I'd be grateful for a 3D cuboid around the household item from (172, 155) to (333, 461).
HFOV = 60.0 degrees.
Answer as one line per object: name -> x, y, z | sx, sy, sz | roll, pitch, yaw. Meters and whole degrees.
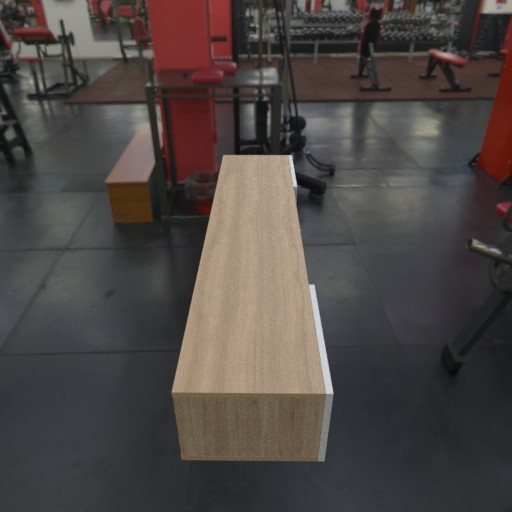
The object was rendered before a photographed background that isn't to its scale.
household item -> 0.000, 0.000, 2.017 | 0.420, 0.310, 1.850 | 0, 32, 0
